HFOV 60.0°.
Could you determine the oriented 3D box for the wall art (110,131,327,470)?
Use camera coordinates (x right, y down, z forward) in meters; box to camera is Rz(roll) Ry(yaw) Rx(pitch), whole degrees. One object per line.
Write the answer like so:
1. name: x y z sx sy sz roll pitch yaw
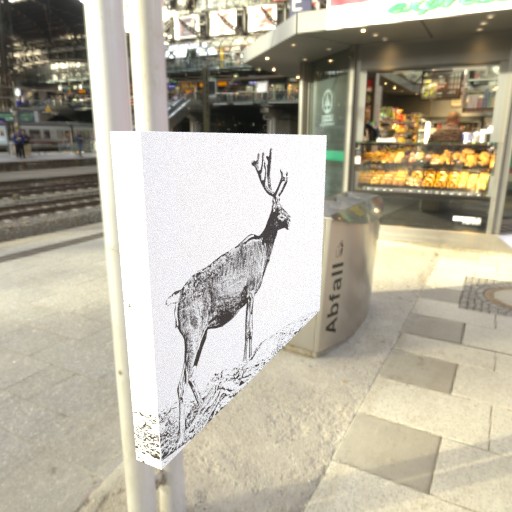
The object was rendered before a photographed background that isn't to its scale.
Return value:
1. wall art: 0.000 0.000 0.780 0.042 0.414 0.608 7 17 26
